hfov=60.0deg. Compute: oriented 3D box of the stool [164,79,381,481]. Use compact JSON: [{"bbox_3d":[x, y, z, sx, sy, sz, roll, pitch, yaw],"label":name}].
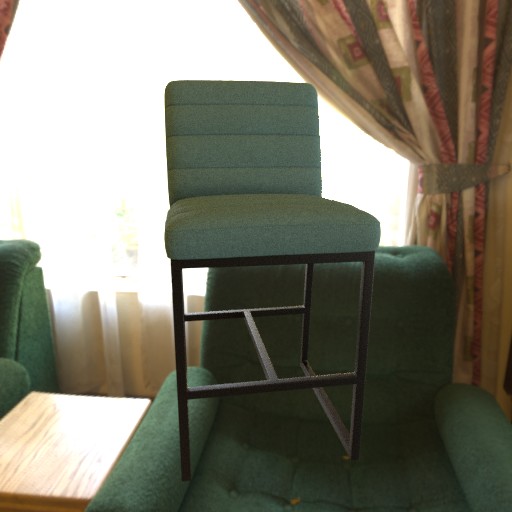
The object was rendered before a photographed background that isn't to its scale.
[{"bbox_3d":[0.000,0.000,1.193,0.460,0.940,0.560,-2,15,-9],"label":"stool"}]
